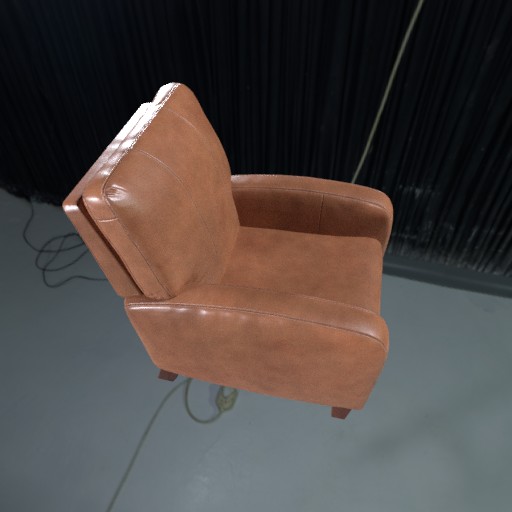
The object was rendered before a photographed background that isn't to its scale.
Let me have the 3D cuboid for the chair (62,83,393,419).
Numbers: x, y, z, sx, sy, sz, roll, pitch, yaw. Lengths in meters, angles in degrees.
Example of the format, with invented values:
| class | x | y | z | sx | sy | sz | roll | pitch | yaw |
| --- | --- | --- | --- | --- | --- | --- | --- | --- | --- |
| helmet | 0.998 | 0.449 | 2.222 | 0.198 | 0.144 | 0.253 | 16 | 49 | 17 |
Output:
| class | x | y | z | sx | sy | sz | roll | pitch | yaw |
| --- | --- | --- | --- | --- | --- | --- | --- | --- | --- |
| chair | 0.000 | 0.000 | 1.654 | 0.990 | 0.990 | 0.762 | 10 | 48 | 9 |
